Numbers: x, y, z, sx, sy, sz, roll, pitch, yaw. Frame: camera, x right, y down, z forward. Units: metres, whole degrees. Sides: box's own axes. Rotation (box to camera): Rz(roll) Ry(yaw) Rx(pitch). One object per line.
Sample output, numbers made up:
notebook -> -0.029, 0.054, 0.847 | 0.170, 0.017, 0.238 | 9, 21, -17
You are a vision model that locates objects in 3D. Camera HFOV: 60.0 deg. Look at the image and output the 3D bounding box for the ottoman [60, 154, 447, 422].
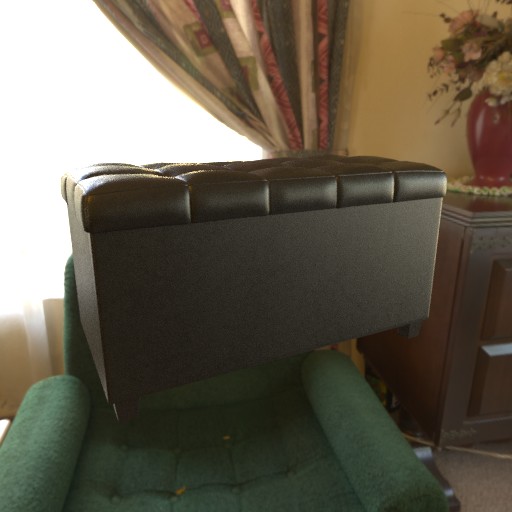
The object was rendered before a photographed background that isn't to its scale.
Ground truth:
ottoman -> 0.000, 0.000, 1.112 | 0.838, 0.470, 0.432 | -8, 18, -26
